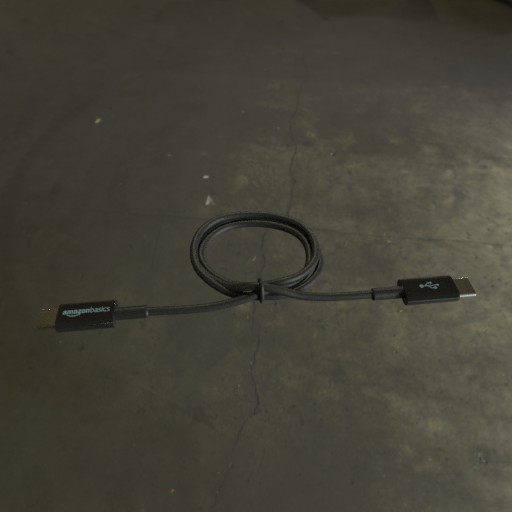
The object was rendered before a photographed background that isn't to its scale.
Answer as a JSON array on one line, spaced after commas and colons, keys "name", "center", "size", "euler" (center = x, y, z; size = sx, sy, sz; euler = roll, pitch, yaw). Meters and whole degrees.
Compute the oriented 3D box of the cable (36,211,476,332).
[{"name": "cable", "center": [0.000, 0.000, 0.224], "size": [0.203, 0.014, 0.070], "euler": [-4, 46, -4]}]
